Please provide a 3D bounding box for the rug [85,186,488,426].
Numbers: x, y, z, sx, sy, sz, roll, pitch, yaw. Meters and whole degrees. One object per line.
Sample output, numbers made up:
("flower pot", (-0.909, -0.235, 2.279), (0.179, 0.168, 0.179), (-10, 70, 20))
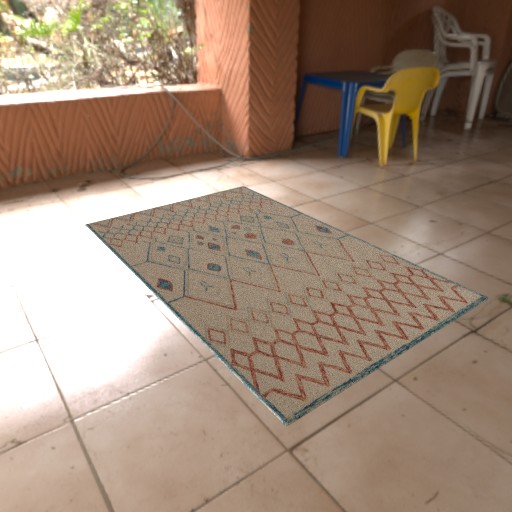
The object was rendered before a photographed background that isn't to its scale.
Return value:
("rug", (0.000, 0.000, 3.010), (1.524, 0.015, 2.438), (-19, 33, -32))
